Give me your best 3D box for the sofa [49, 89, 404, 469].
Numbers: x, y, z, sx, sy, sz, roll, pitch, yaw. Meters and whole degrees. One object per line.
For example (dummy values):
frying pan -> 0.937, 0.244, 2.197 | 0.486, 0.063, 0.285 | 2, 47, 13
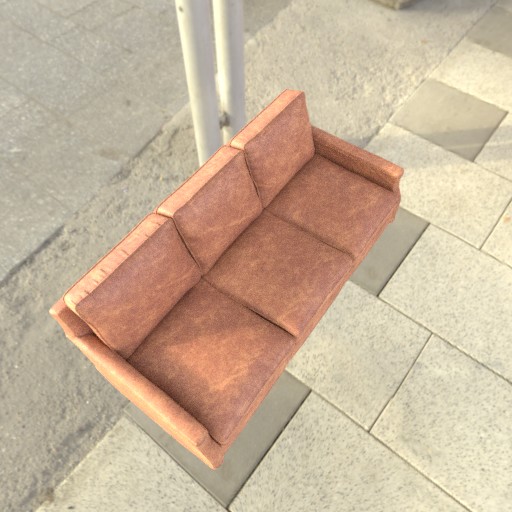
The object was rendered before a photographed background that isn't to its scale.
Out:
sofa -> 0.000, 0.000, 2.855 | 1.084, 1.003, 2.246 | 32, 63, 18
